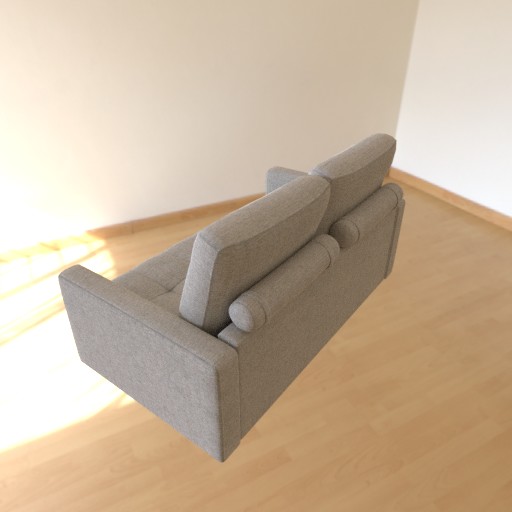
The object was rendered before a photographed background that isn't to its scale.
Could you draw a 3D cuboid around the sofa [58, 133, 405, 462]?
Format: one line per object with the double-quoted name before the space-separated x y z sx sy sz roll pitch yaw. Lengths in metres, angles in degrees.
"sofa" 0.000 0.000 1.940 0.842 0.907 1.407 22 38 31
